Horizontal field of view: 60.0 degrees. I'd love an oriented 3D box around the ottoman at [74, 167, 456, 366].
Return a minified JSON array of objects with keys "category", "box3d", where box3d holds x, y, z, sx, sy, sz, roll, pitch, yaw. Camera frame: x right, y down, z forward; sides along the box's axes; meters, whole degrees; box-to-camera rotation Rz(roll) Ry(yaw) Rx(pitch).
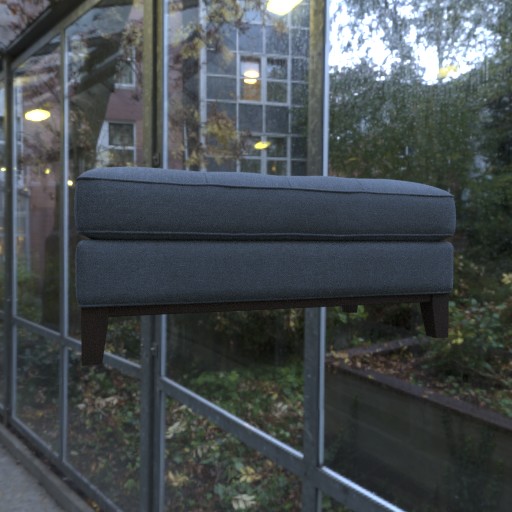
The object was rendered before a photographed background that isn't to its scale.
[{"category":"ottoman","box3d":[0.000,0.000,1.520,1.143,0.514,0.648,0,1,-18]}]
